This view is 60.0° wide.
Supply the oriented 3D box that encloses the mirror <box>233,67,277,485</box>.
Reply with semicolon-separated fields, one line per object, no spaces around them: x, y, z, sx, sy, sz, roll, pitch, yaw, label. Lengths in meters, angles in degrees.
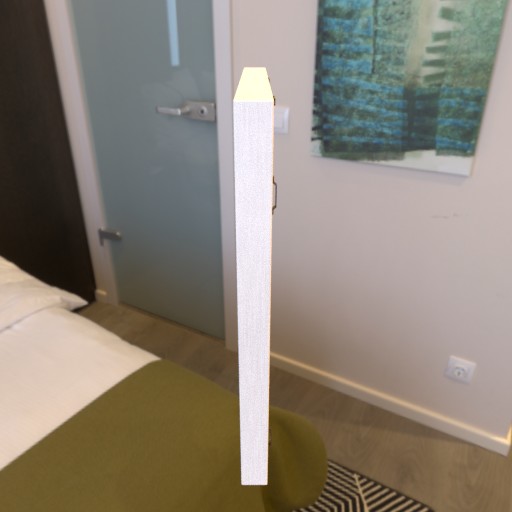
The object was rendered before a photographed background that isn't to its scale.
0.000;0.000;0.683;0.041;0.509;0.406;0;27;0;mirror
